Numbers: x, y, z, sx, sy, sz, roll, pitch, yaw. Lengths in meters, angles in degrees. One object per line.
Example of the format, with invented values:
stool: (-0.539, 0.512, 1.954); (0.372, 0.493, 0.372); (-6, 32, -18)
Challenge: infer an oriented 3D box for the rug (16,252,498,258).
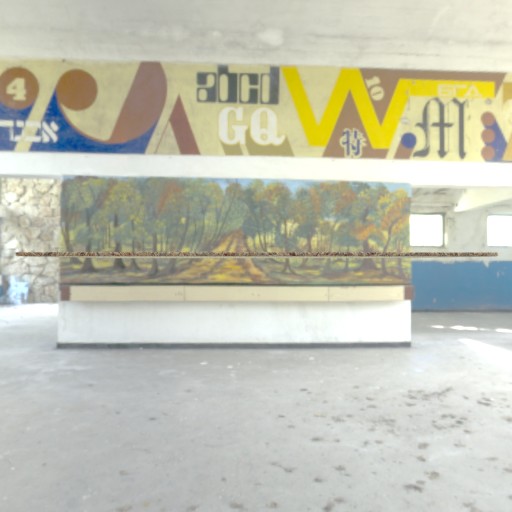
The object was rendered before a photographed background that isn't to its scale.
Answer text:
rug: (0.000, 0.000, 2.852); (2.285, 0.019, 1.523); (0, -1, -2)
